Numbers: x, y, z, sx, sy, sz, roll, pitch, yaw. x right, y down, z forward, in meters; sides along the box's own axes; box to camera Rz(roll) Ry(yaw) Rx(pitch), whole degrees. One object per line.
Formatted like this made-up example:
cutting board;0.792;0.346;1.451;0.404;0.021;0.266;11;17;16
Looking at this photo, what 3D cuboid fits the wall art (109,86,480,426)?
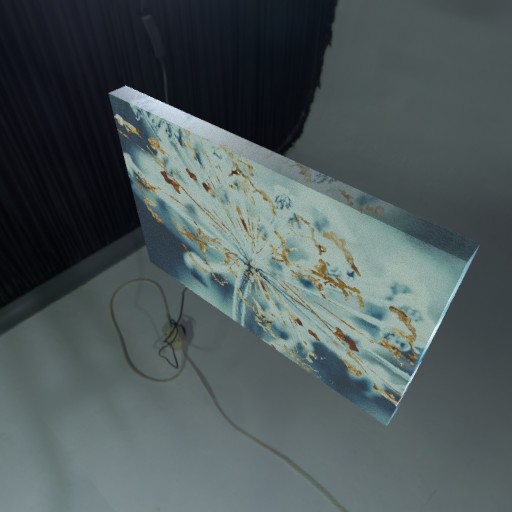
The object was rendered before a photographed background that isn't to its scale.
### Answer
wall art;0.000;0.000;0.756;0.607;0.405;0.036;31;53;27
